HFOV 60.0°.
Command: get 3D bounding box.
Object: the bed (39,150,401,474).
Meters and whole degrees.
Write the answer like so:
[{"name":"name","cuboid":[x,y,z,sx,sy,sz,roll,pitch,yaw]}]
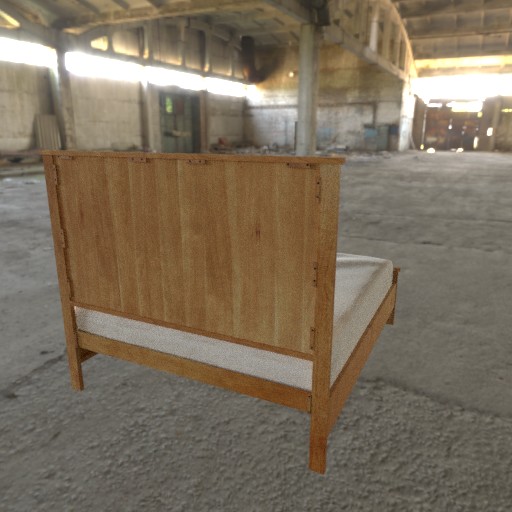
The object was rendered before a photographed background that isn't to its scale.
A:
[{"name":"bed","cuboid":[0.000,0.000,3.532,1.936,1.686,2.201,8,17,25]}]
